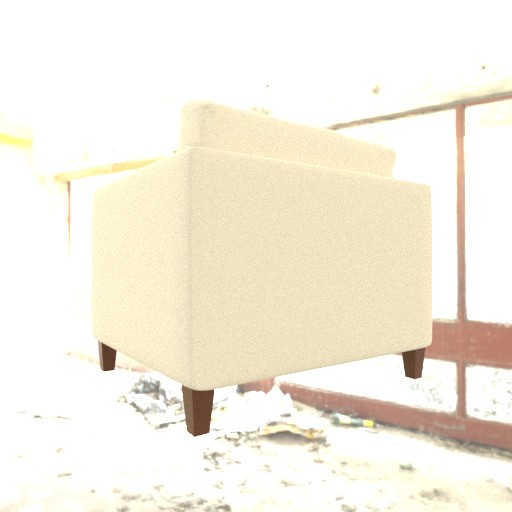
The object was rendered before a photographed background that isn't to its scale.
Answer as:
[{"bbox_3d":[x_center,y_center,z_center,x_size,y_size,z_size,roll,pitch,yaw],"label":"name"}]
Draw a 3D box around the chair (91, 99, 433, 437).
[{"bbox_3d":[0.000,0.000,1.674,1.019,0.885,0.878,0,0,-35],"label":"chair"}]
